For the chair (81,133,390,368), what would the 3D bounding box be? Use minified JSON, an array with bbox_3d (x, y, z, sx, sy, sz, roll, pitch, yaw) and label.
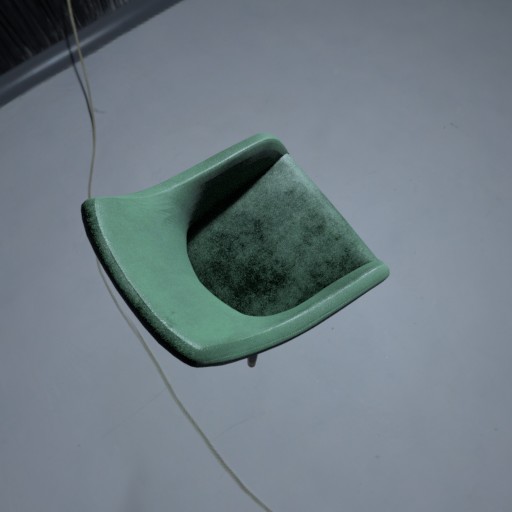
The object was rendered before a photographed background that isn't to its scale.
[{"bbox_3d":[0.000,0.000,1.582,0.794,1.081,0.683,-35,77,-10],"label":"chair"}]
